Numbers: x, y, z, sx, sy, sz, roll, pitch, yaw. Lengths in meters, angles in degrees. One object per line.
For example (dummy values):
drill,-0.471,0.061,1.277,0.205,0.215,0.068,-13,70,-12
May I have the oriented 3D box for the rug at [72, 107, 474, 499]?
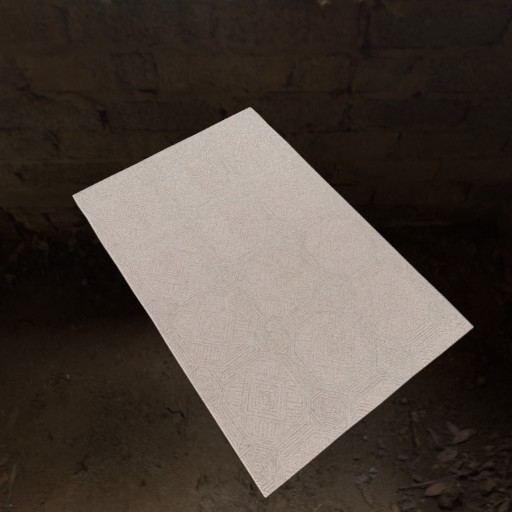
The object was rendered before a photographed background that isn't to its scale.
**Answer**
rug,0.000,0.000,2.295,1.236,0.009,1.839,-32,65,-17
